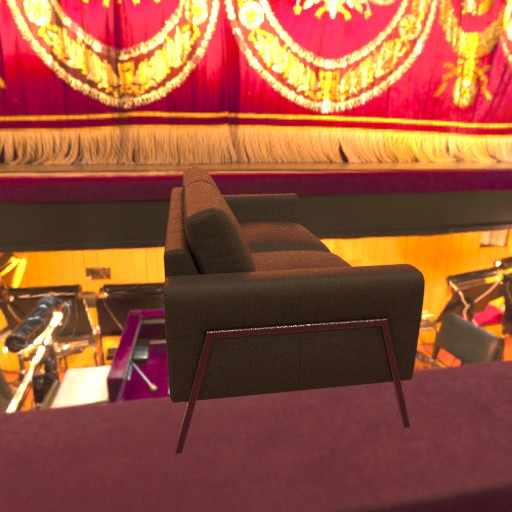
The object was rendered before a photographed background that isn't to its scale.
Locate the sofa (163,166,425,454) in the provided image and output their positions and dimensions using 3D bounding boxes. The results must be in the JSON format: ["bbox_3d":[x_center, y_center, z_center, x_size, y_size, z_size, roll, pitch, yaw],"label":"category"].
[{"bbox_3d":[0.000,0.000,2.524,0.953,0.875,2.017,-3,17,-9],"label":"sofa"}]
